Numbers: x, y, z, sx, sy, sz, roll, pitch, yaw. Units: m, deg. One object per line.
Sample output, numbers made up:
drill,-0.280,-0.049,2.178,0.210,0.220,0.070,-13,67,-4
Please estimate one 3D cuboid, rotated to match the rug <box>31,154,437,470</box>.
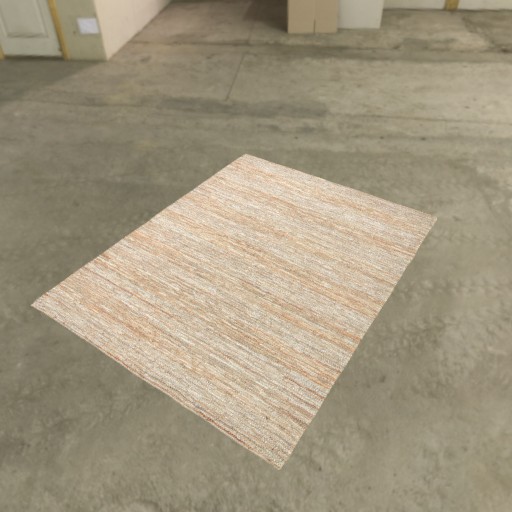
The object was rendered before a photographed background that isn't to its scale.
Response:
rug,0.000,0.000,3.897,2.313,0.009,2.939,24,47,25
